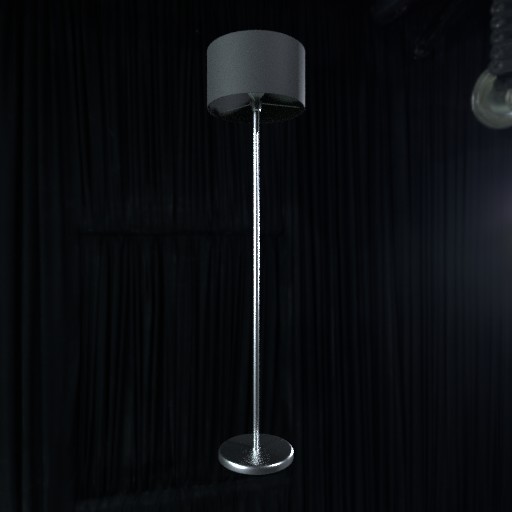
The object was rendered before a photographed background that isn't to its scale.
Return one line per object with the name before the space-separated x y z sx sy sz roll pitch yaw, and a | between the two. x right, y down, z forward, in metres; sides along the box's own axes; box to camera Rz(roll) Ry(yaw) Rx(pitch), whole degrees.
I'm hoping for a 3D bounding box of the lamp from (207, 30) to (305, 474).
lamp | 0.000 0.000 1.593 0.348 1.443 0.348 0 1 -19
